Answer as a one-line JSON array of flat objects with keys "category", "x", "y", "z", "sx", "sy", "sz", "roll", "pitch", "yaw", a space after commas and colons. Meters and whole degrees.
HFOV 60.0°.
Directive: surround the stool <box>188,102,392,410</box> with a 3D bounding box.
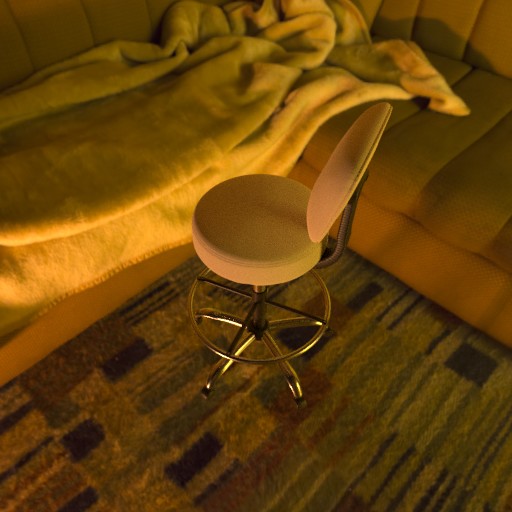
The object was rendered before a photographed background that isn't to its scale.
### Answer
[{"category": "stool", "x": 0.000, "y": 0.000, "z": 1.457, "sx": 0.616, "sy": 1.080, "sz": 0.609, "roll": 18, "pitch": 49, "yaw": 16}]
